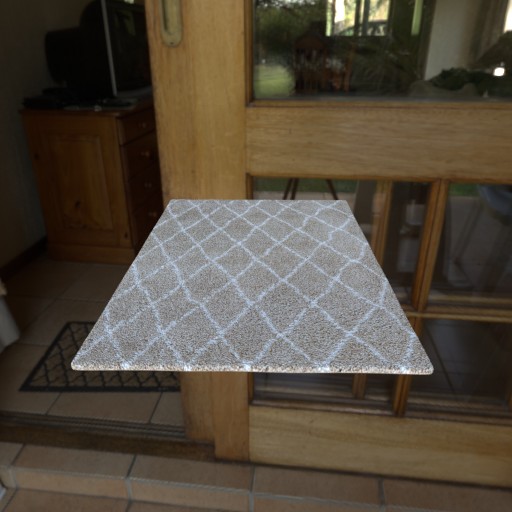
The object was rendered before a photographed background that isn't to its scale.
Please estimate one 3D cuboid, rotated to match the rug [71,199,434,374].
[{"bbox_3d":[0.000,0.000,2.282,1.219,0.030,1.778,0,25,1],"label":"rug"}]
